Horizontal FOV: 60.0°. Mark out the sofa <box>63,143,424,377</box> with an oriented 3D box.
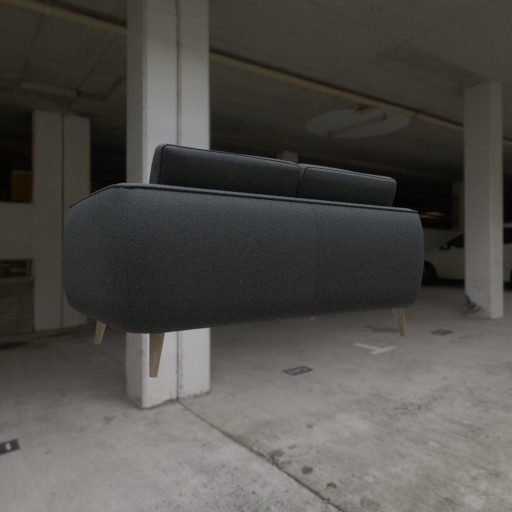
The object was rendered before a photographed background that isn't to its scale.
[{"bbox_3d":[0.000,0.000,2.265,1.700,0.850,0.920,0,0,-35],"label":"sofa"}]
